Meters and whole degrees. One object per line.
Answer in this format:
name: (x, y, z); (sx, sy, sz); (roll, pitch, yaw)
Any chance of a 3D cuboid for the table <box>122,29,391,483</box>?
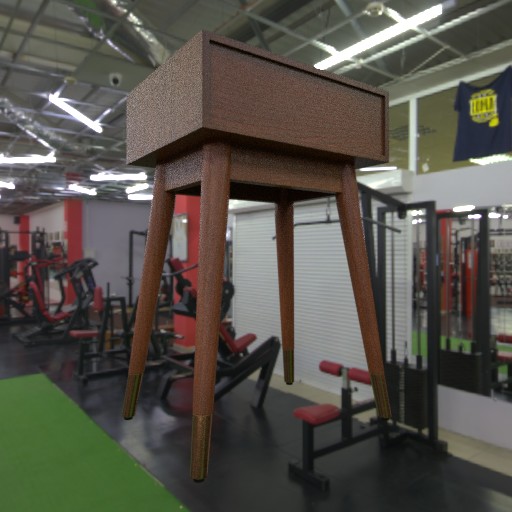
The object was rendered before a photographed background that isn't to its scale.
table: (0.000, 0.000, 0.816); (0.406, 0.599, 0.300); (0, 0, -35)
